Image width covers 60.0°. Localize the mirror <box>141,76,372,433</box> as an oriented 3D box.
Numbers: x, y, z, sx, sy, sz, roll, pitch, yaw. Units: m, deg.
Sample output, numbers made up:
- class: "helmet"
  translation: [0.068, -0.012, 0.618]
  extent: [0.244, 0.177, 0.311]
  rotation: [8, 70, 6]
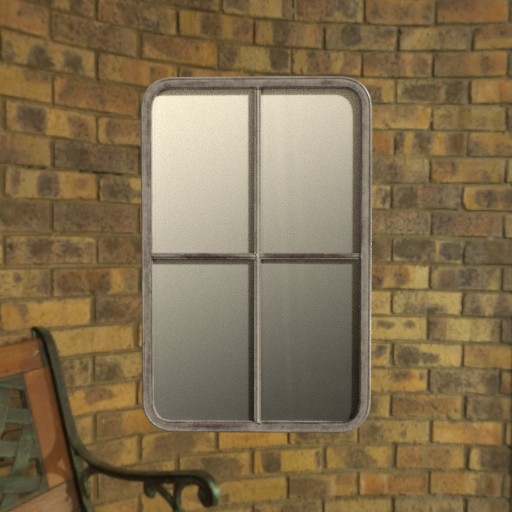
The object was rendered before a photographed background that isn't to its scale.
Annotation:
- class: "mirror"
  translation: [0.000, 0.000, 0.895]
  extent: [0.461, 0.713, 0.024]
  rotation: [0, 1, 1]
